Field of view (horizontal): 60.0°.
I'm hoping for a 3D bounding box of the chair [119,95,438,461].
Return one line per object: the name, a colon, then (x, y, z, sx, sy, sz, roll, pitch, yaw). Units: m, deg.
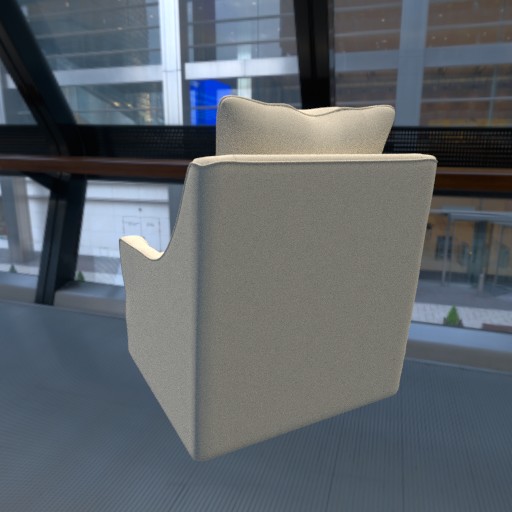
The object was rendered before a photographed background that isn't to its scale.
chair: (0.000, 0.000, 1.540, 0.756, 0.965, 0.876, -7, 15, -28)
